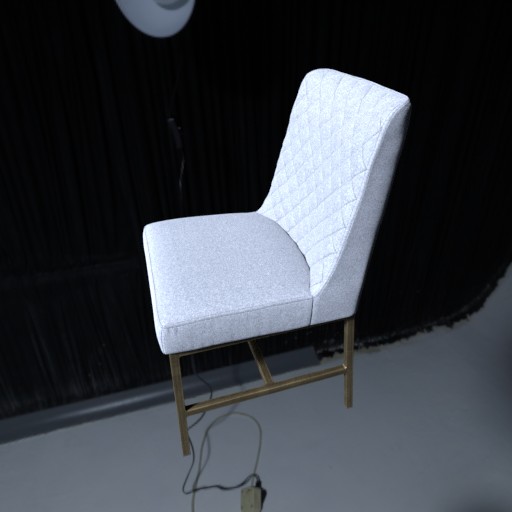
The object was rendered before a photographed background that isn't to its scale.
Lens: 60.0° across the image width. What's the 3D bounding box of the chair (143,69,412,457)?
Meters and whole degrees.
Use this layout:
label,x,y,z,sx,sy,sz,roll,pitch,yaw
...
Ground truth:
label,x,y,z,sx,sy,sz,roll,pitch,yaw
chair,0.000,0.000,1.221,0.587,0.889,0.508,-8,32,-14
